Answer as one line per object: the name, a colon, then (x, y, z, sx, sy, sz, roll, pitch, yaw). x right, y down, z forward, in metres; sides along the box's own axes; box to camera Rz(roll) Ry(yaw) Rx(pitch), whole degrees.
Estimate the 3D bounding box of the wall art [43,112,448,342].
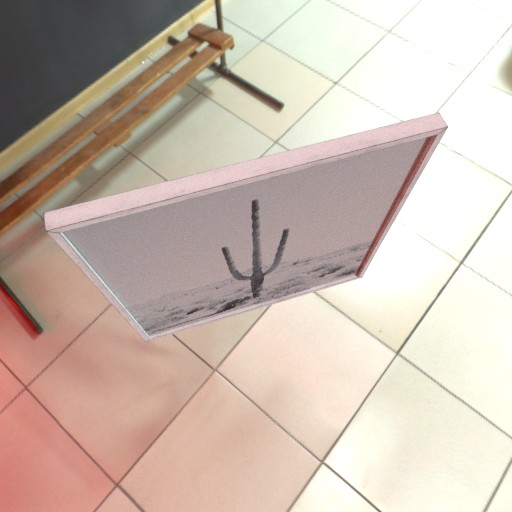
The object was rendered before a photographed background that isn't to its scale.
wall art: (0.000, 0.000, 1.155, 0.762, 0.762, 0.038, -16, 66, -7)
